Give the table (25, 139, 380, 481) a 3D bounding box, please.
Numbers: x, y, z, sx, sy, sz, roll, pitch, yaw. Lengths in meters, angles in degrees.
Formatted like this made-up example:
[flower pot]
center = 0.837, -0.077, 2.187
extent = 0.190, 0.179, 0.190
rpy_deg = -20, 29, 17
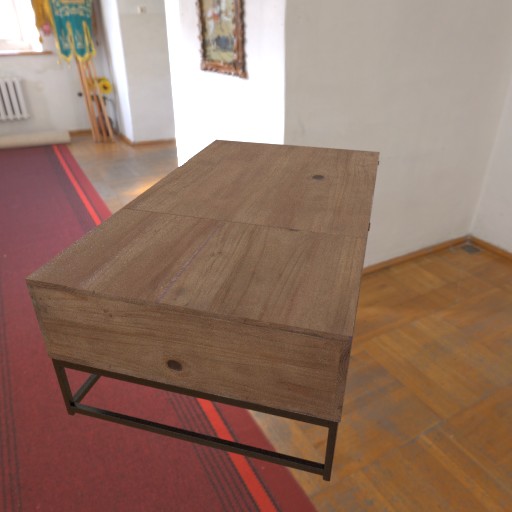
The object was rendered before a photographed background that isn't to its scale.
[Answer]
[table]
center = 0.000, 0.000, 1.370
extent = 0.655, 0.395, 1.101
rpy_deg = 8, 31, 14
